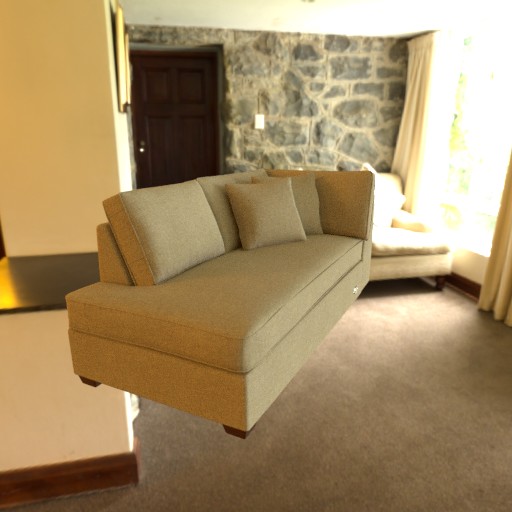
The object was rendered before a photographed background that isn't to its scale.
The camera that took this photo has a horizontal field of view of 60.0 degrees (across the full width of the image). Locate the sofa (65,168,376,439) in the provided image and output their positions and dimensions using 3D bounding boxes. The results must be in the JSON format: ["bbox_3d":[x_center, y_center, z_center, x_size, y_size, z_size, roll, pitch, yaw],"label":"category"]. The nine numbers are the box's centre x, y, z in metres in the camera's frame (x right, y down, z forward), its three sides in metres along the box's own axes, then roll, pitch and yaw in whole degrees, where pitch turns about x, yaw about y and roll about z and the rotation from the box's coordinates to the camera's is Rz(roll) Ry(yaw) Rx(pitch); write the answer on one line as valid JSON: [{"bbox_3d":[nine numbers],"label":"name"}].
[{"bbox_3d":[0.000,0.000,2.941,1.110,1.019,2.238,8,18,26],"label":"sofa"}]
